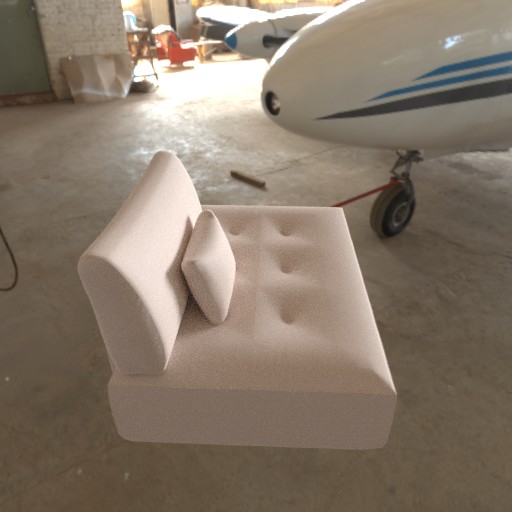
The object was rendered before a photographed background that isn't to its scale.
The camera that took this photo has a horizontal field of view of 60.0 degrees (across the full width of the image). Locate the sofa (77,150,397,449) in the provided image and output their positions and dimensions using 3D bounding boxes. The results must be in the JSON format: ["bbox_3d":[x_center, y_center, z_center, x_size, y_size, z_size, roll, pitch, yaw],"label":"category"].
[{"bbox_3d":[0.000,0.000,2.049,1.000,0.820,1.450,1,32,2],"label":"sofa"}]
